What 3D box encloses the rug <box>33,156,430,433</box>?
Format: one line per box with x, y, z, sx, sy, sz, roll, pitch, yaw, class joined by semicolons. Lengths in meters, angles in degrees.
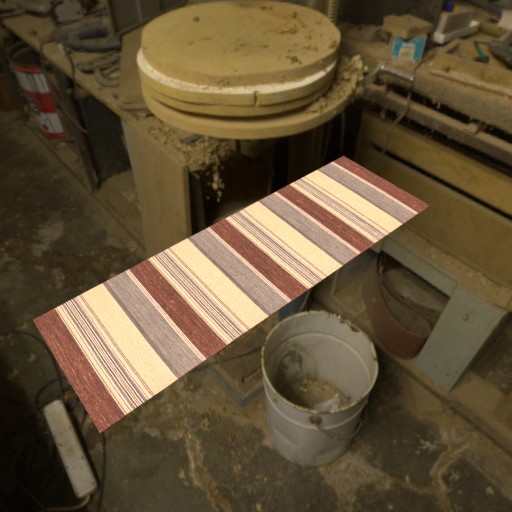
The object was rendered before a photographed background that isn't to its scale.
0.000;0.000;2.698;2.437;0.006;0.792;-31;53;-27;rug
